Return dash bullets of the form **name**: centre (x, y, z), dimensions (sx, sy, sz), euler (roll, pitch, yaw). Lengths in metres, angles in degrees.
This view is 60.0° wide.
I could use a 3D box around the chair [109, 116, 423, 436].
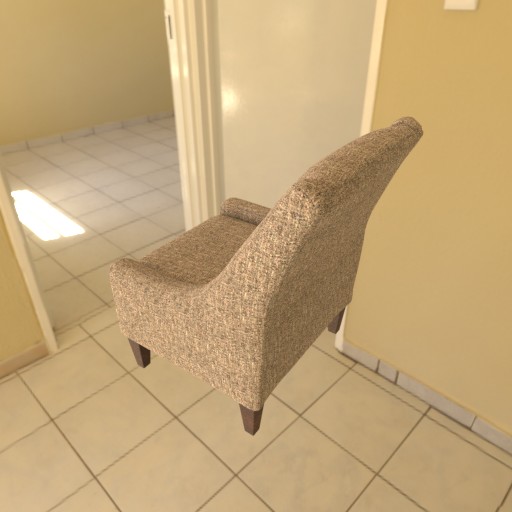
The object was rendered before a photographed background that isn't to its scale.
- **chair**: centre (0.000, 0.000, 1.695), dimensions (0.870, 1.014, 0.774), euler (20, 37, 29)
